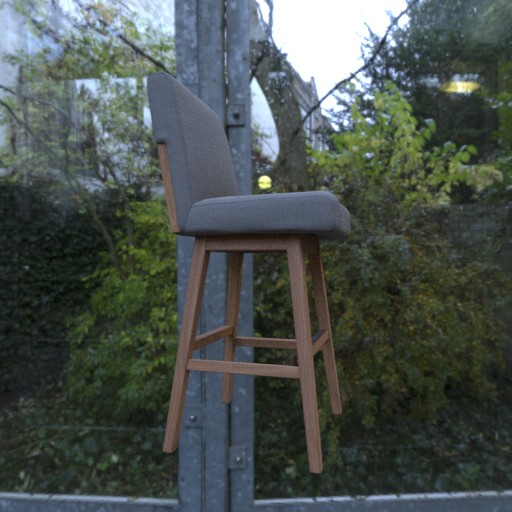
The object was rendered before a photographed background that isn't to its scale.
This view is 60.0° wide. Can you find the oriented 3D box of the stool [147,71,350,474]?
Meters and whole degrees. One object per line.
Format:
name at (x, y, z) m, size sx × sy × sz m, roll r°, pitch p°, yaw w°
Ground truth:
stool at (0.000, 0.000, 1.429) m, size 0.570 × 1.112 × 0.483 m, roll 0°, pitch -1°, yaw 17°
